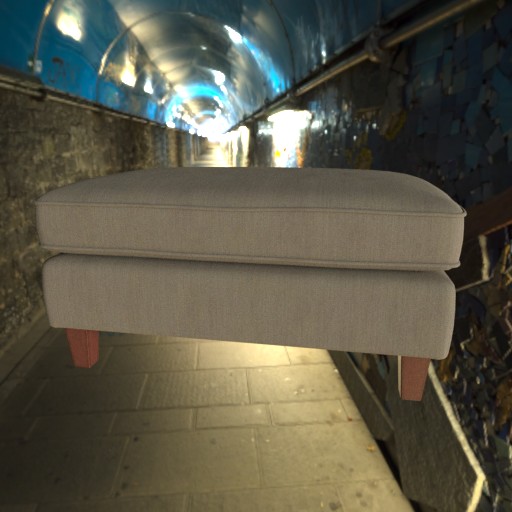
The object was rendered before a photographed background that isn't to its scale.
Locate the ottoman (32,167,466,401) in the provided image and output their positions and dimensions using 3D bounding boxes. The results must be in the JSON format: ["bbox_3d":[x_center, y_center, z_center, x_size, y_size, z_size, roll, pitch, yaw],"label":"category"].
[{"bbox_3d":[0.000,0.000,1.239,0.941,0.480,0.636,3,15,10],"label":"ottoman"}]
